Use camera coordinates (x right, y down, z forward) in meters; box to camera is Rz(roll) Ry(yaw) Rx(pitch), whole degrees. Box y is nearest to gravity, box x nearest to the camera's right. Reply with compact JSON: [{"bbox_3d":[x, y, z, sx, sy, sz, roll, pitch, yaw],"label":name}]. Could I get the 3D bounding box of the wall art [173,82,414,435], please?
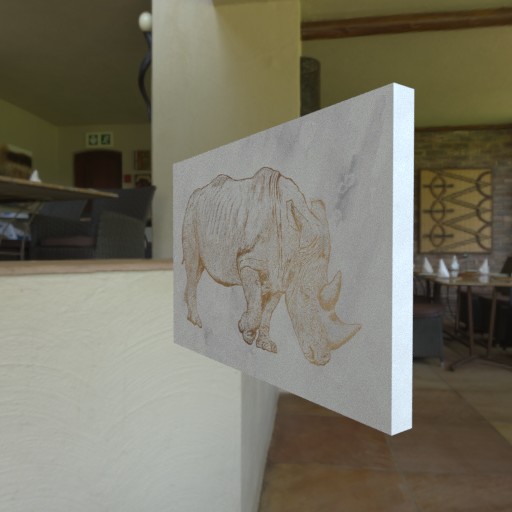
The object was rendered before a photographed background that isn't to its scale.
[{"bbox_3d":[0.000,0.000,0.772,0.038,0.407,0.609,-1,1,-35],"label":"wall art"}]
